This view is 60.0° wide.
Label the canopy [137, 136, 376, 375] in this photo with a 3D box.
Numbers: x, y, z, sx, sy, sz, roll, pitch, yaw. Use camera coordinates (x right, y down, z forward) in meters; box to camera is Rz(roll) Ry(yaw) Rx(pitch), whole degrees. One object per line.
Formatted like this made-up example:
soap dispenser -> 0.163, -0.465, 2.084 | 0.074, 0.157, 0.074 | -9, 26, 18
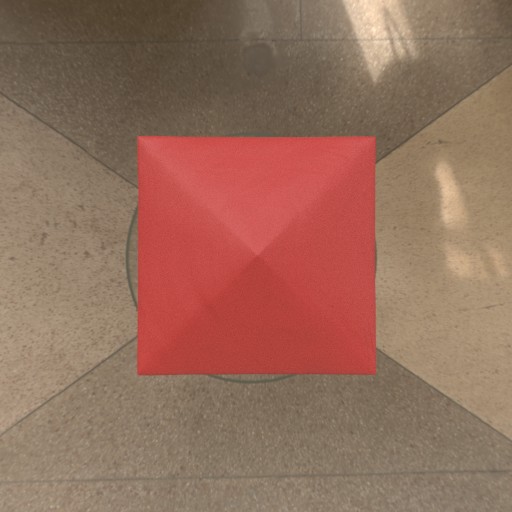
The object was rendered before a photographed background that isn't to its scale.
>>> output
canopy -> 0.000, 0.000, 6.643 | 3.599, 3.600, 3.600 | 0, 90, -1
